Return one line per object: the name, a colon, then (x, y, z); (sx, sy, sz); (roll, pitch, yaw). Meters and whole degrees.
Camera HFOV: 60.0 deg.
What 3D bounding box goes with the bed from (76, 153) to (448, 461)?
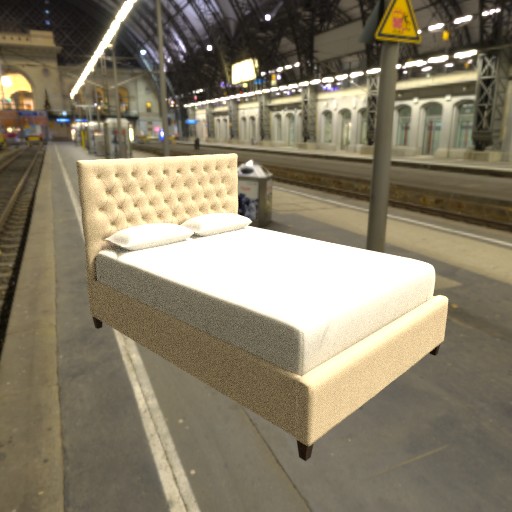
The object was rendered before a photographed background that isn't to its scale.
bed: (0.000, 0.000, 3.441); (2.387, 1.427, 1.698); (15, 21, 43)
